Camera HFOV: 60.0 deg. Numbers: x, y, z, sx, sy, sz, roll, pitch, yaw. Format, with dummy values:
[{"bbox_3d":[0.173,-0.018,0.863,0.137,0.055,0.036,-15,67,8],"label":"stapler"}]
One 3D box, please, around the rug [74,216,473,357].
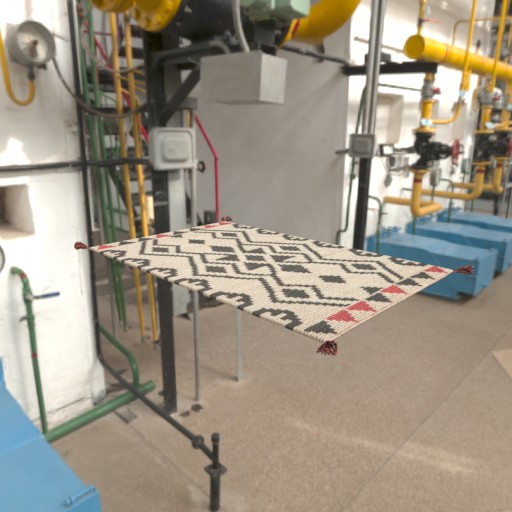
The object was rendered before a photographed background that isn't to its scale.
[{"bbox_3d":[0.000,0.000,3.422,2.672,0.066,1.741,15,22,42],"label":"rug"}]
